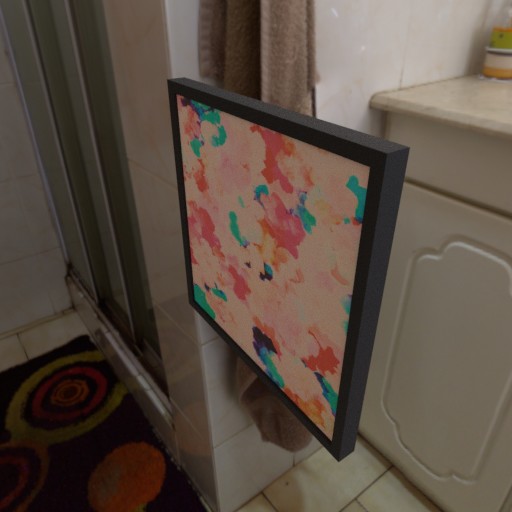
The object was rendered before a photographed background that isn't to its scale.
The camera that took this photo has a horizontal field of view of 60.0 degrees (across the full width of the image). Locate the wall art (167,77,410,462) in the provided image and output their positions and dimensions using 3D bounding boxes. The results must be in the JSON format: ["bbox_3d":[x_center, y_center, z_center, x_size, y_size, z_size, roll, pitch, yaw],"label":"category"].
[{"bbox_3d":[0.000,0.000,0.758,0.036,0.503,0.506,-20,37,-29],"label":"wall art"}]
